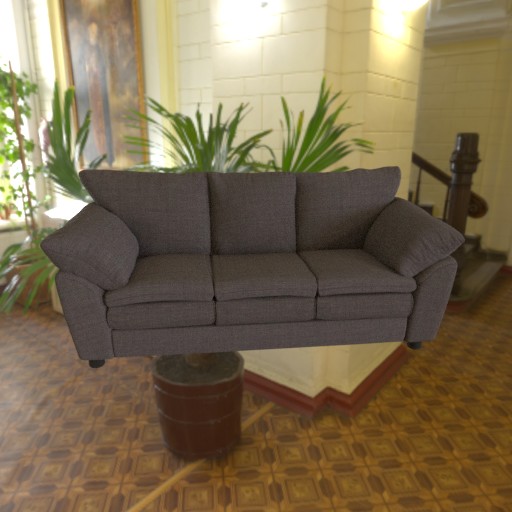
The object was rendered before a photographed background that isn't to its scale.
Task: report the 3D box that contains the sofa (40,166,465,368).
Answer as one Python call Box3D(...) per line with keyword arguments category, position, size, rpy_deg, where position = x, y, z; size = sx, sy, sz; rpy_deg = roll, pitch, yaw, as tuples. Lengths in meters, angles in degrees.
Box3D(category="sofa", position=(0.000, 0.000, 2.837), size=(2.336, 1.080, 0.883), rpy_deg=(-2, 16, -6))
